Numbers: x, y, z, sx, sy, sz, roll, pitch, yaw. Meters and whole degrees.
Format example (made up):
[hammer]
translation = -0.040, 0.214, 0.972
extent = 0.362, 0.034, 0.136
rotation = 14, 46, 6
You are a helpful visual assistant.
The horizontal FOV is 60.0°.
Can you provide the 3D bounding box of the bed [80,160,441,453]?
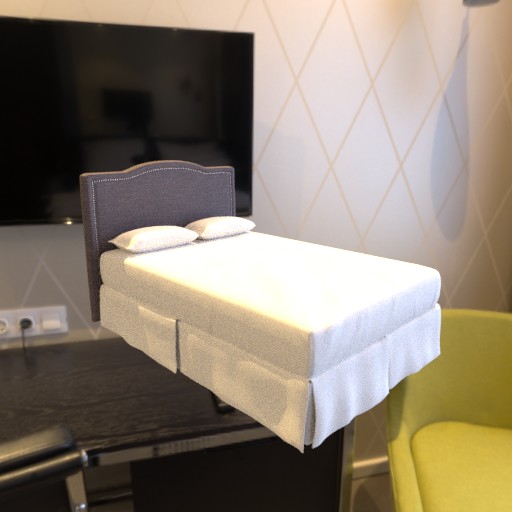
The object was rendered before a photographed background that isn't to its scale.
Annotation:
[bed]
translation = 0.000, 0.000, 3.582
extent = 1.741, 1.441, 2.507
rotation = -14, 20, -43
